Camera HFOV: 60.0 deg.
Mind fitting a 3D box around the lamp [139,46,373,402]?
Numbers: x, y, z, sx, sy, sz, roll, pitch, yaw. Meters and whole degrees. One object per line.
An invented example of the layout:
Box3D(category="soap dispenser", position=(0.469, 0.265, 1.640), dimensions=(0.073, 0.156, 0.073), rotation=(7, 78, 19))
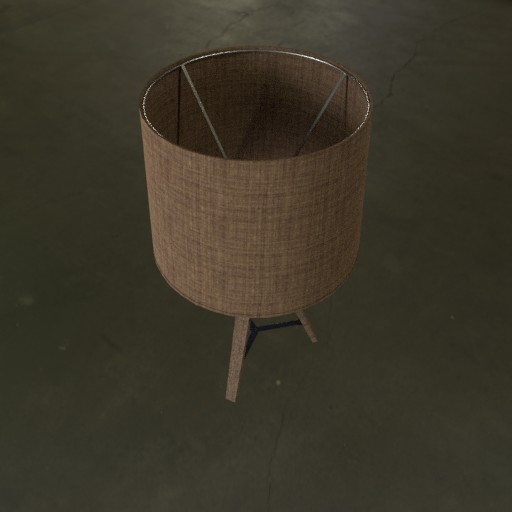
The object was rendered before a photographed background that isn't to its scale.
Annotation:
Box3D(category="lamp", position=(0.000, 0.000, 0.664), dimensions=(0.290, 0.514, 0.290), rotation=(0, 47, 0))
